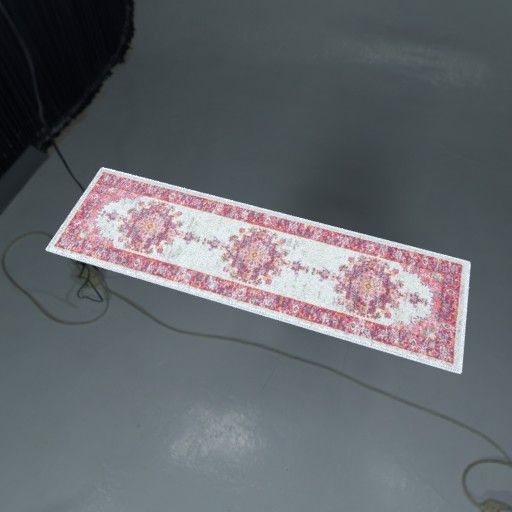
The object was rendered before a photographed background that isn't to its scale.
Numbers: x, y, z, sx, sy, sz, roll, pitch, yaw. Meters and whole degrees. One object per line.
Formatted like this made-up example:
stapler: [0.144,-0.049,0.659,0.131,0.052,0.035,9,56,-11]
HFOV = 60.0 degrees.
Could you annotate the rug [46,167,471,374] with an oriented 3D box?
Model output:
rug: [0.000,0.000,2.483,2.294,0.011,0.666,15,59,9]
